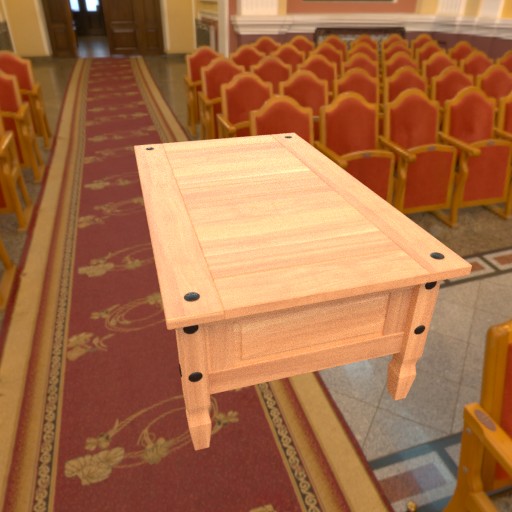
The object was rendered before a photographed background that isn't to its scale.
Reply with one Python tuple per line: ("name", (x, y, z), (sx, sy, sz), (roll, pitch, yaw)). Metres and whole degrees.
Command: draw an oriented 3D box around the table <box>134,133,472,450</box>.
("table", (0.000, 0.000, 1.324), (0.600, 0.437, 1.000), (-8, 32, -14))
